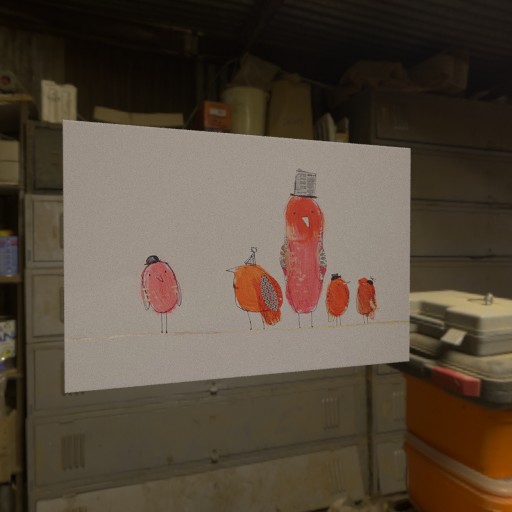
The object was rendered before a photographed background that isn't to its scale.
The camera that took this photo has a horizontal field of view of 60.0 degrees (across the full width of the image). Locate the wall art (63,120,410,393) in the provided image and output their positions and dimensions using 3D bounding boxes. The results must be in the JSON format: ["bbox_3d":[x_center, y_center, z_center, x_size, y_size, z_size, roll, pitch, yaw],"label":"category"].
[{"bbox_3d":[0.000,0.000,1.148,0.914,0.609,0.038,0,1,-18],"label":"wall art"}]
